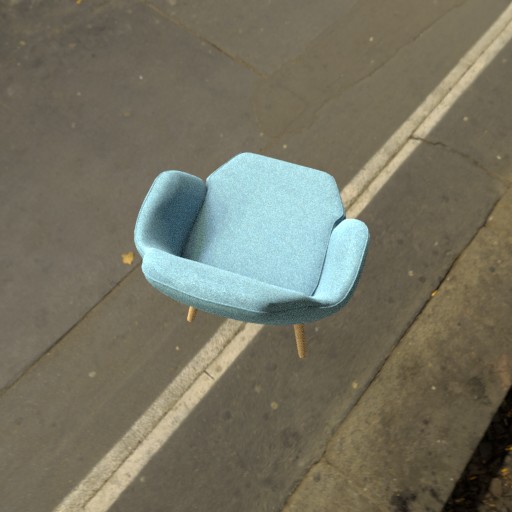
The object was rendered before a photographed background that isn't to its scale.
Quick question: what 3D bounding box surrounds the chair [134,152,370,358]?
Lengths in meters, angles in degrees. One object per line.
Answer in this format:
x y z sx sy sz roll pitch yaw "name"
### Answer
0.000 0.000 1.341 0.589 0.920 0.666 16 65 8 "chair"
